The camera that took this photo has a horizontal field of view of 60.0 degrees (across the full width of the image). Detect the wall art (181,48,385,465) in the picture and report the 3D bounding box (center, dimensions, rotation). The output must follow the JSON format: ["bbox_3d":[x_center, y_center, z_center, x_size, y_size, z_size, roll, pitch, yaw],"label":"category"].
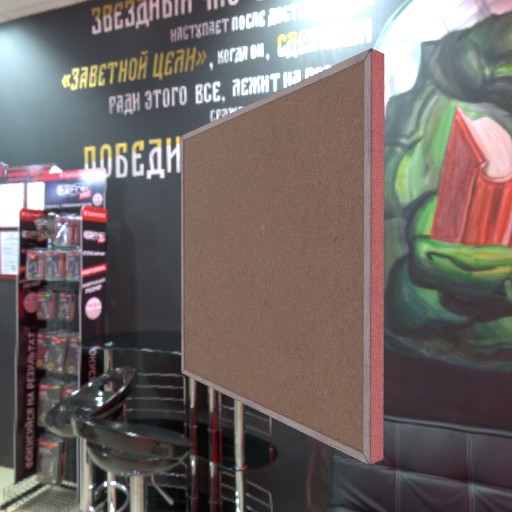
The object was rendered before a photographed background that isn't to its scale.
[{"bbox_3d":[0.000,0.000,1.127,0.038,0.762,0.762,0,1,-36],"label":"wall art"}]
